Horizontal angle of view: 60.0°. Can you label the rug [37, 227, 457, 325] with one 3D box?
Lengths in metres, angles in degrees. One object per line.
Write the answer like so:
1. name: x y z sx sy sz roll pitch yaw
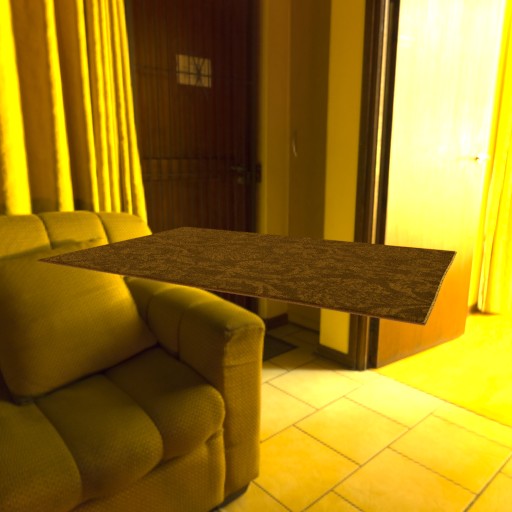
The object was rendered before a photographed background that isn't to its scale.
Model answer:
1. rug: 0.000 0.000 2.298 1.824 0.012 1.206 7 14 27
